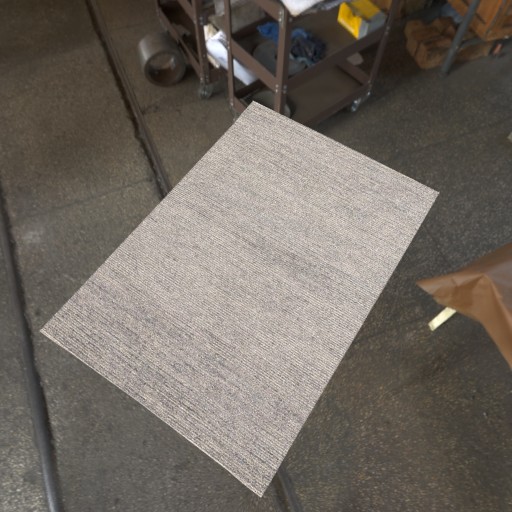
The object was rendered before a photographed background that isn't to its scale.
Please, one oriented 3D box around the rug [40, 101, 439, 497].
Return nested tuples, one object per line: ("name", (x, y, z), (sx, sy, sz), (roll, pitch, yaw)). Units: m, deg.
("rug", (0.000, 0.000, 2.910), (1.604, 0.030, 2.307), (31, 67, 15))
